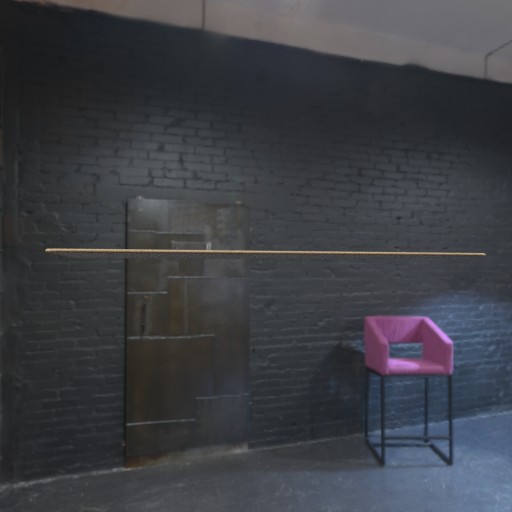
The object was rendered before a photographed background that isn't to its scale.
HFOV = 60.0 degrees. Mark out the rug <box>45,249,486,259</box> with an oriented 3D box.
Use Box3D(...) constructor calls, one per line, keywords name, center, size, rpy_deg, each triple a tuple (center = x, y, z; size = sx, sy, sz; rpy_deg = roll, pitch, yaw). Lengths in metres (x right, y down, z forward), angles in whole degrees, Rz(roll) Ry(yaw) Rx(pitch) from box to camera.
Box3D(name="rug", center=(0.000, 0.000, 2.086), size=(1.667, 0.013, 1.062), rpy_deg=(0, -1, -18))
